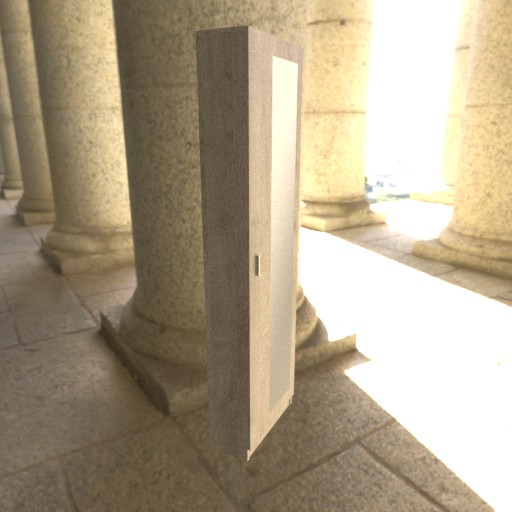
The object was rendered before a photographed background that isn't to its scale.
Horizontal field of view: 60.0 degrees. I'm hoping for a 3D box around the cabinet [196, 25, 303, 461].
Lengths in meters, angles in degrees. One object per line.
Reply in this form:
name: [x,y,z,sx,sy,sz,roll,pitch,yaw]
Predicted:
cabinet: [0.000,0.000,2.012,0.230,1.790,0.500,8,18,27]
